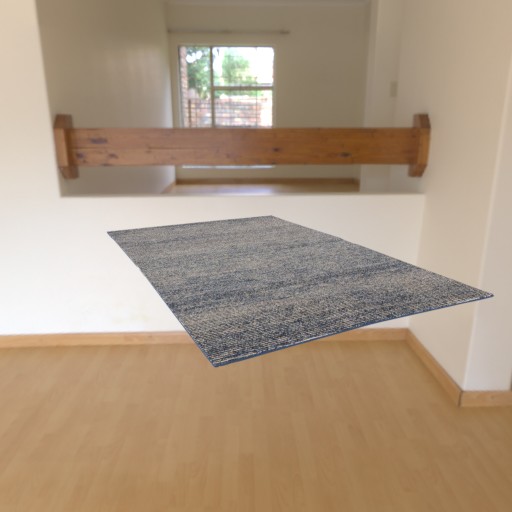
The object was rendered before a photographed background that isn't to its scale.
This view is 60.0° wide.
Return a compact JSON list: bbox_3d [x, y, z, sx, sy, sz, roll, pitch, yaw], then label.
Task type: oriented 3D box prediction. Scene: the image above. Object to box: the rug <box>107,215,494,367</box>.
[{"bbox_3d":[0.000,0.000,2.211,1.159,0.025,1.793,-8,18,-26],"label":"rug"}]
